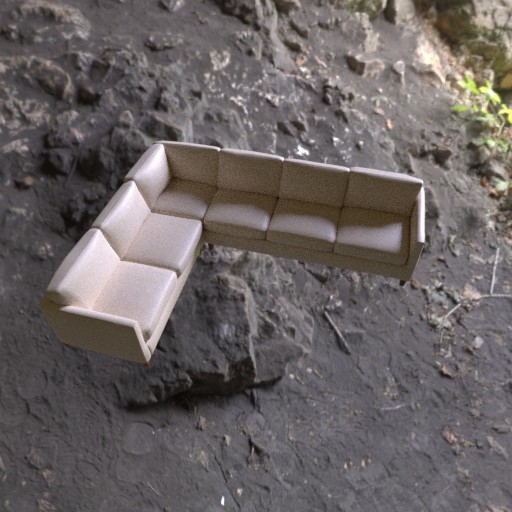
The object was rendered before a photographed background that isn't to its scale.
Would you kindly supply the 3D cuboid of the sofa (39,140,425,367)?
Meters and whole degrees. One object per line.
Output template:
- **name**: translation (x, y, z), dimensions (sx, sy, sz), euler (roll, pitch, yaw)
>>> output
- **sofa**: translation (0.000, 0.000, 4.573), dimensions (3.302, 0.947, 2.593), euler (11, 49, 10)
